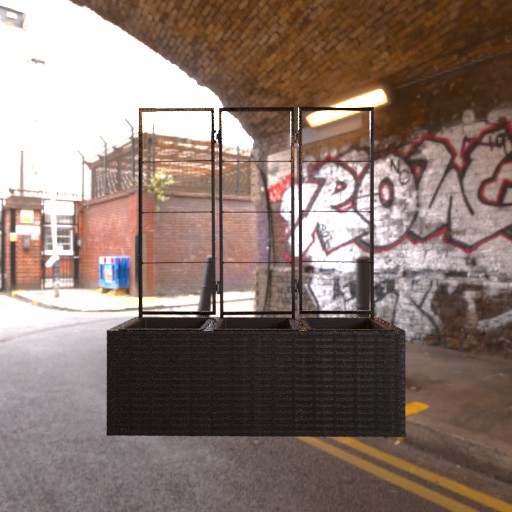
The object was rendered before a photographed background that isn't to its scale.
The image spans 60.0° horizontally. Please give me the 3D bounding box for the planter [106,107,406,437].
[{"bbox_3d":[0.000,0.000,1.150,0.698,0.841,0.244,0,0,1],"label":"planter"}]
